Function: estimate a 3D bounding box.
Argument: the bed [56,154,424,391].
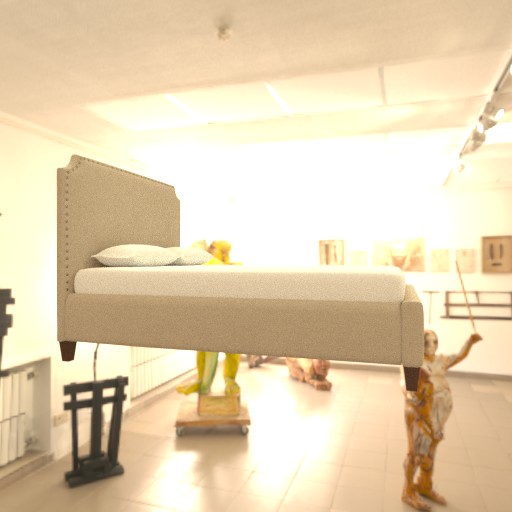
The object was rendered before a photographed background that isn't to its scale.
[{"bbox_3d":[0.000,0.000,3.458,2.372,1.443,1.713,0,0,18],"label":"bed"}]
